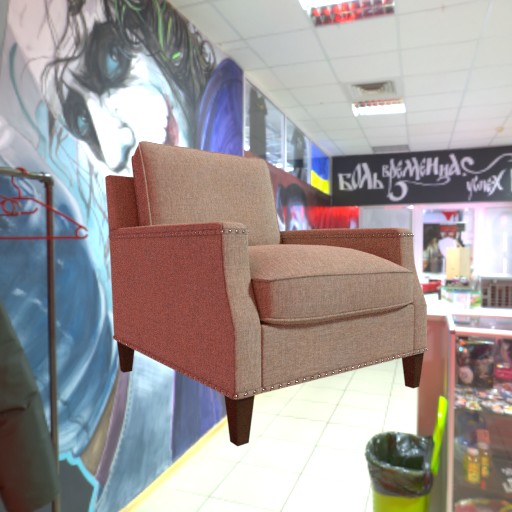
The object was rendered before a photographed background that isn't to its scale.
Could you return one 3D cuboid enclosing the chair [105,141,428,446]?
[{"bbox_3d":[0.000,0.000,1.725,0.853,0.943,1.014,-1,2,-37],"label":"chair"}]
